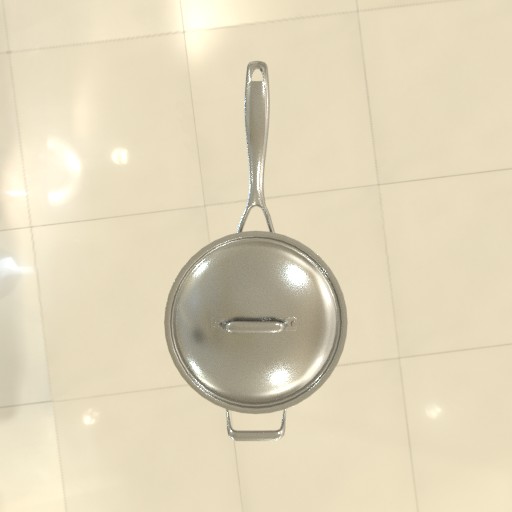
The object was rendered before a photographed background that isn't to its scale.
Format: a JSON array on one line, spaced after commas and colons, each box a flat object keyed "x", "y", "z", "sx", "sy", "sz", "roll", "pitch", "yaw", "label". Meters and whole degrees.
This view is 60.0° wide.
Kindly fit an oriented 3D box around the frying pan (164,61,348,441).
[{"x": 0.000, "y": 0.000, "z": 0.604, "sx": 0.245, "sy": 0.111, "sz": 0.492, "roll": 0, "pitch": 90, "yaw": -1, "label": "frying pan"}]
